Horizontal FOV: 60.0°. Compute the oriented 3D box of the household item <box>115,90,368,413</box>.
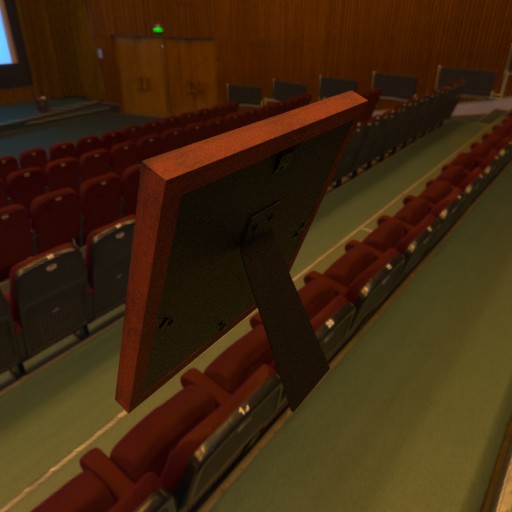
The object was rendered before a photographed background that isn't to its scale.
[{"bbox_3d":[0.000,0.000,0.381,0.131,0.240,0.240,21,37,31],"label":"household item"}]
